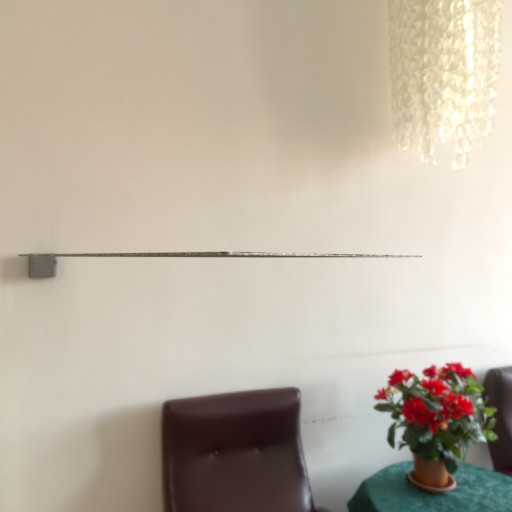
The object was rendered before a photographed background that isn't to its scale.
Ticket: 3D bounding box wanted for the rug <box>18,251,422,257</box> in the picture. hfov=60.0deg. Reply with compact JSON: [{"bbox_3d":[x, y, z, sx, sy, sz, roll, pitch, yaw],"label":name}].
[{"bbox_3d":[0.000,0.000,4.727,2.393,0.019,3.824,0,0,36],"label":"rug"}]
